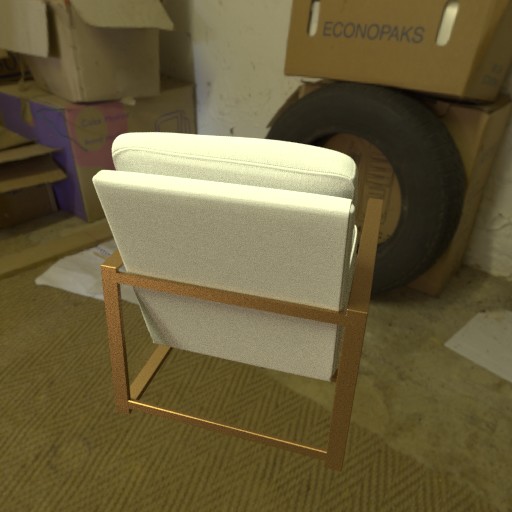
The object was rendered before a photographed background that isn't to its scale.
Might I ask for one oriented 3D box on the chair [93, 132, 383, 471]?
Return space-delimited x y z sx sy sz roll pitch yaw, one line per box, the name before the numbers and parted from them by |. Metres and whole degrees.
chair | 0.000 0.000 1.561 0.805 0.966 0.813 9 33 14
